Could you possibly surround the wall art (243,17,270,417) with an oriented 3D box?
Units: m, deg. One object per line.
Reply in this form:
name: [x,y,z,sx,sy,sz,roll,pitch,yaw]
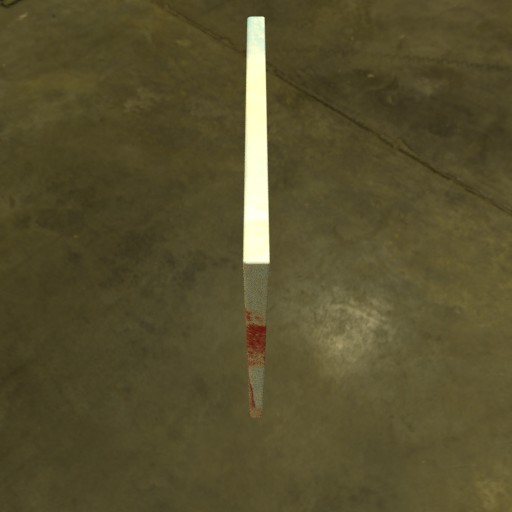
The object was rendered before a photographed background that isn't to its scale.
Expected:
wall art: [0.000,0.000,1.148,0.037,0.915,0.605,0,58,0]
